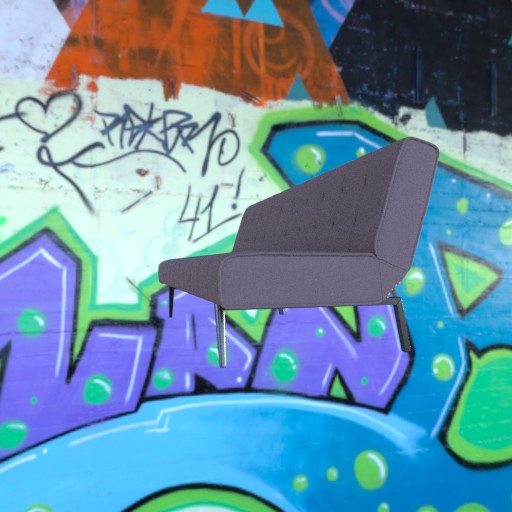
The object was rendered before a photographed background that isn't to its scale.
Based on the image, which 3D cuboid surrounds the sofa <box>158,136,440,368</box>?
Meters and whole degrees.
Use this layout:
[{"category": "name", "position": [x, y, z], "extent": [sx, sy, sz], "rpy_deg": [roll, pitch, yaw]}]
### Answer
[{"category": "sofa", "position": [0.000, 0.000, 2.072], "extent": [0.747, 0.699, 1.703], "rpy_deg": [0, -1, -18]}]
